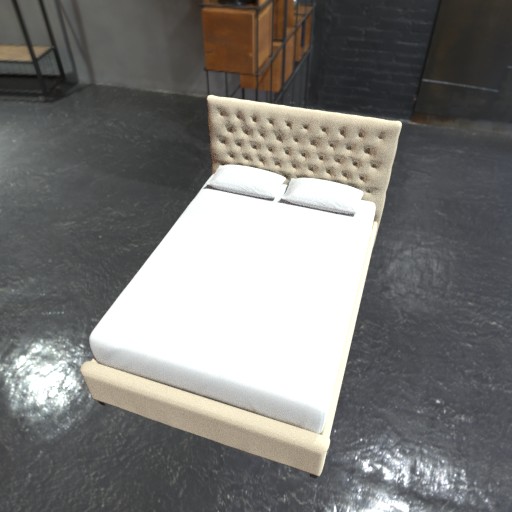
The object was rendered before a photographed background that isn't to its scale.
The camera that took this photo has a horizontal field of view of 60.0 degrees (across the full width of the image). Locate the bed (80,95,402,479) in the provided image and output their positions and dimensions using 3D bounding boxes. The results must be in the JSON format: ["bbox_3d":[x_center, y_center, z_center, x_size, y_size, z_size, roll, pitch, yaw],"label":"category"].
[{"bbox_3d":[0.000,0.000,3.400,1.698,1.427,2.387,13,43,14],"label":"bed"}]
